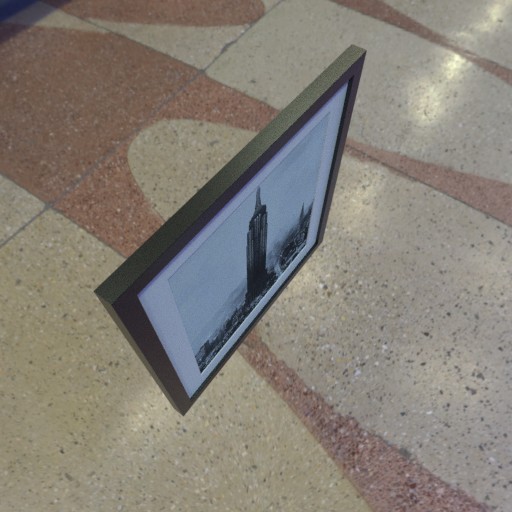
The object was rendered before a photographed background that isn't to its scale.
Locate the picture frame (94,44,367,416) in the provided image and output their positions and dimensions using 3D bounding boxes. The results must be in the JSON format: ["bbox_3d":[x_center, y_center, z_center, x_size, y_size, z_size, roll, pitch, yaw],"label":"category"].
[{"bbox_3d":[0.000,0.000,0.834,0.029,0.557,0.559,32,64,18],"label":"picture frame"}]
